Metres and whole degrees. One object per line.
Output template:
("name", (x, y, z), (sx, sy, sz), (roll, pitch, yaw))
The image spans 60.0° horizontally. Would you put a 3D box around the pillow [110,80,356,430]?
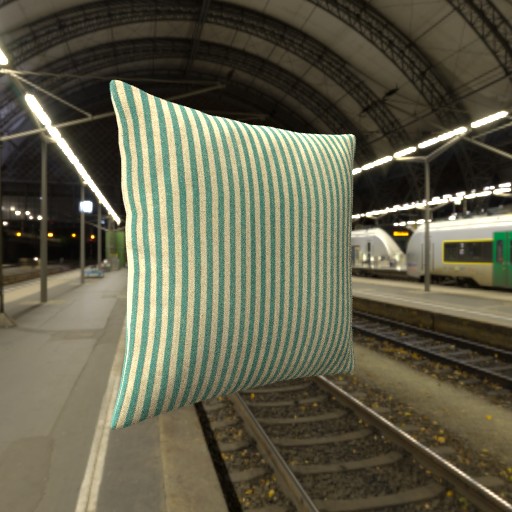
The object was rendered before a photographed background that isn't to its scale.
("pillow", (0.000, 0.000, 0.796), (0.523, 0.510, 0.166), (0, 0, -36))
